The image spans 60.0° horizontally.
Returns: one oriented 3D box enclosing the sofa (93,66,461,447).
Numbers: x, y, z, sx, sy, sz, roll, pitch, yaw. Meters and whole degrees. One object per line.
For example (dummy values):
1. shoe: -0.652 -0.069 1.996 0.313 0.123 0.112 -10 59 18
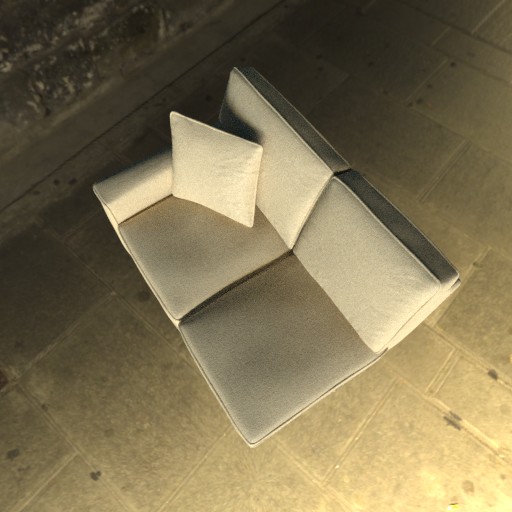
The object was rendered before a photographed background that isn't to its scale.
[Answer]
1. sofa: 0.000 0.000 2.095 0.991 0.989 1.388 -31 67 -15
